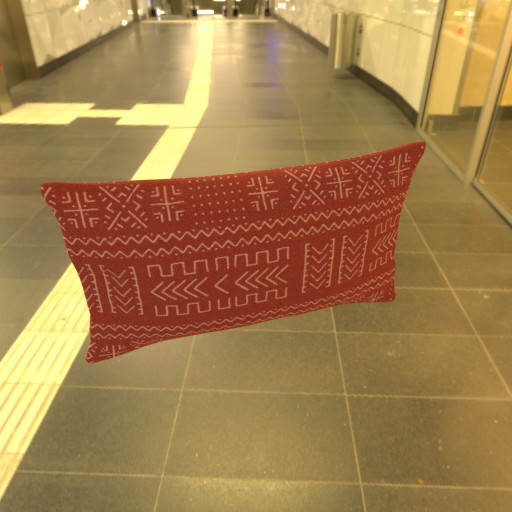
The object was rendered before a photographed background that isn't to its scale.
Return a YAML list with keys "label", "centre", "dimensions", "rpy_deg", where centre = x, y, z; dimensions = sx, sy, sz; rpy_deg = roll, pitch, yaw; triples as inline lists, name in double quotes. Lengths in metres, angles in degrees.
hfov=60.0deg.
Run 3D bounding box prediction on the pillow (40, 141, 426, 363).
- label: "pillow"
  centre: [0.000, 0.000, 0.785]
  dimensions: [0.640, 0.352, 0.130]
  rpy_deg: [-9, 33, -15]
